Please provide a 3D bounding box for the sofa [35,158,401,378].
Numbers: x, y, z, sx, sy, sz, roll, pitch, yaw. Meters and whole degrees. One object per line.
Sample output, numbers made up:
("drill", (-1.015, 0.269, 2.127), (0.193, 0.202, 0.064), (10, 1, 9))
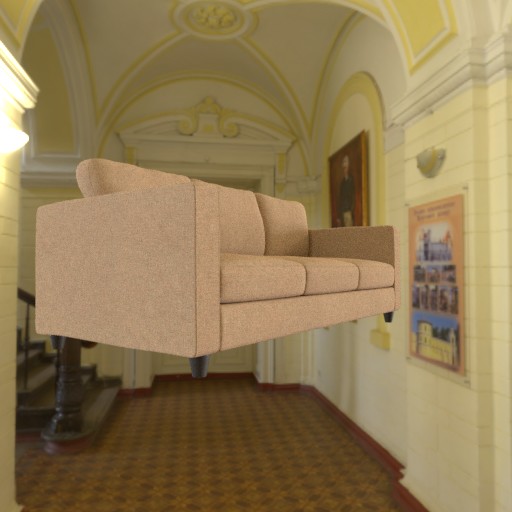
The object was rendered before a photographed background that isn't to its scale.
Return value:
("sofa", (0.000, 0.000, 2.315), (0.930, 0.800, 1.855), (-1, -2, 36))
